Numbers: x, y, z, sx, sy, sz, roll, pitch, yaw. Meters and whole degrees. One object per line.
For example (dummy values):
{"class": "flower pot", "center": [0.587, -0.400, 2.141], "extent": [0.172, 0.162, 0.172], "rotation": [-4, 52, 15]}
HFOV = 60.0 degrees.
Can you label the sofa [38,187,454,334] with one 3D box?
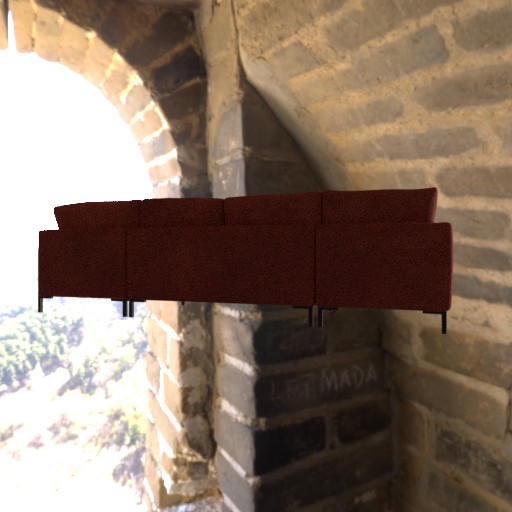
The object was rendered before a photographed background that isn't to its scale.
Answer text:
{"class": "sofa", "center": [0.000, 0.000, 3.841], "extent": [2.971, 0.858, 1.981], "rotation": [0, 0, 18]}
